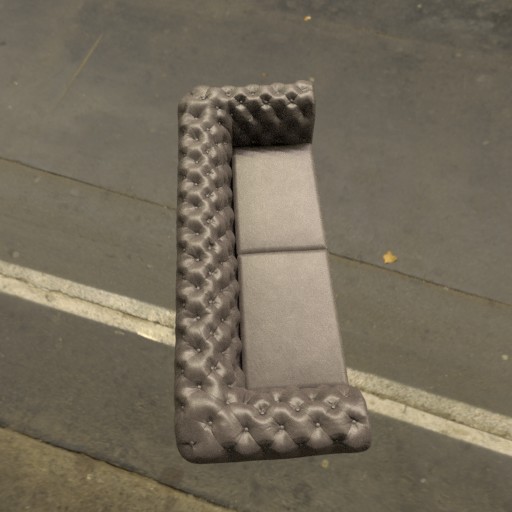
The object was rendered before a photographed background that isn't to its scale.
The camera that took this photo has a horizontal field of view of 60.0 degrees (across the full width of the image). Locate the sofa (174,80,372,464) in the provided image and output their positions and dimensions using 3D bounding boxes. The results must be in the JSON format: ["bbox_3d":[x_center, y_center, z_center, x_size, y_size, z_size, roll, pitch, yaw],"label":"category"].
[{"bbox_3d":[0.000,0.000,2.834,0.944,0.783,2.385,-3,64,-2],"label":"sofa"}]
